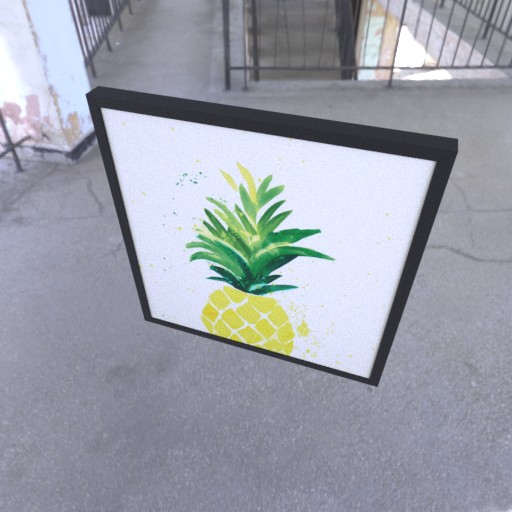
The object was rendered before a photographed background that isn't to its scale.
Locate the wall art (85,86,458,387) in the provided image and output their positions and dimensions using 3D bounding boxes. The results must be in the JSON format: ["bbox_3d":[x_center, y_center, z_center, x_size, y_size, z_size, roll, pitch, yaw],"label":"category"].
[{"bbox_3d":[0.000,0.000,0.758,0.508,0.507,0.033,13,44,14],"label":"wall art"}]
